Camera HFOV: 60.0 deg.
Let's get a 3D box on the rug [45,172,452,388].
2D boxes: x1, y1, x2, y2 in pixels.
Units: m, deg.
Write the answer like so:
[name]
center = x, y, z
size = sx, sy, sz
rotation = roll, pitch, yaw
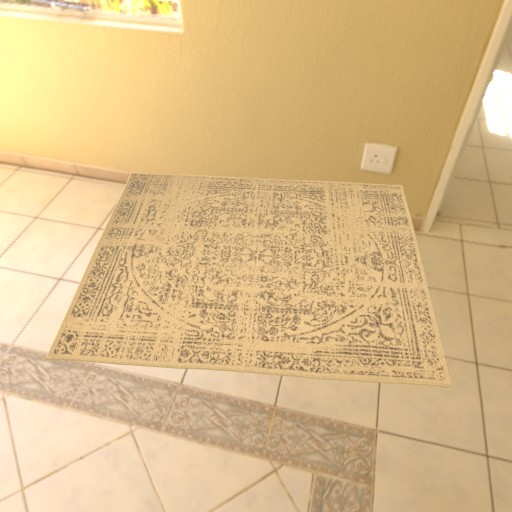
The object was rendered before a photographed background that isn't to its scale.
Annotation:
[rug]
center = 0.000, 0.000, 3.941
size = 2.921, 0.032, 2.311
rotation = 3, 46, 3
